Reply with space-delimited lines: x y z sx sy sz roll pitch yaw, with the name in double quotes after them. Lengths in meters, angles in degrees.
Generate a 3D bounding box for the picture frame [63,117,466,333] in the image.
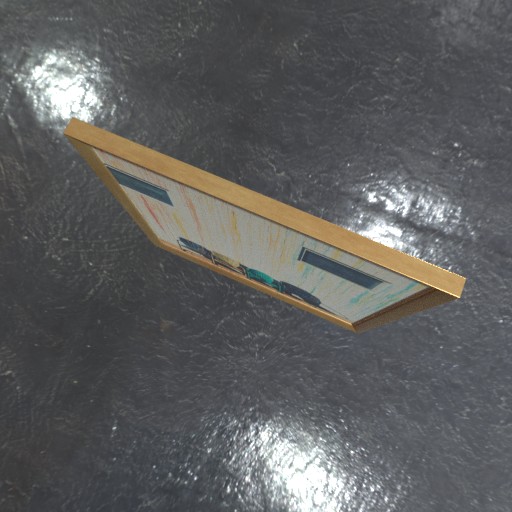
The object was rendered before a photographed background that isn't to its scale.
0.000 0.000 1.147 0.758 0.761 0.037 23 77 6 "picture frame"
